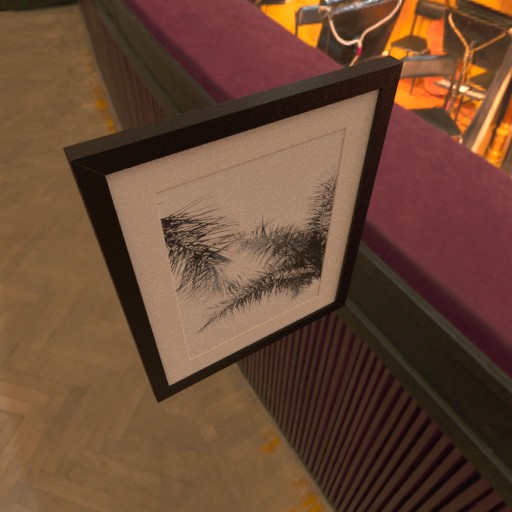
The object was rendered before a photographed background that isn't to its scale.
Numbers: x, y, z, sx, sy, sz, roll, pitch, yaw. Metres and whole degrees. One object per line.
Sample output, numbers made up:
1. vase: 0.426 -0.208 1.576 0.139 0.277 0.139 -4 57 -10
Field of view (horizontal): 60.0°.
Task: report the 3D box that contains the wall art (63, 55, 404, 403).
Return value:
1. wall art: 0.000 0.000 0.742 0.457 0.557 0.028 -23 51 -20
